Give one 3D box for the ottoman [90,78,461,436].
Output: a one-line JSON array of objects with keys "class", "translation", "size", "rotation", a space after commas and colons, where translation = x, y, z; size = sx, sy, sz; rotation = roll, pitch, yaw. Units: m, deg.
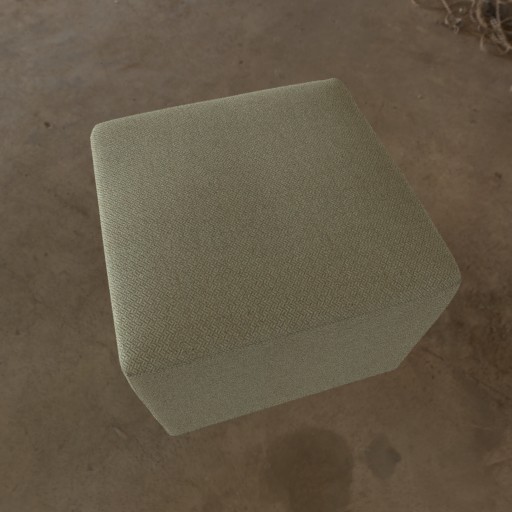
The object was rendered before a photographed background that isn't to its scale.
[{"class": "ottoman", "translation": [0.000, 0.000, 0.901], "size": [0.521, 0.453, 0.512], "rotation": [-14, 58, -9]}]
